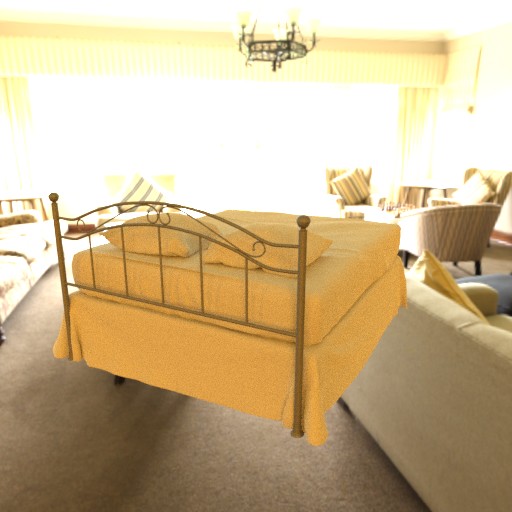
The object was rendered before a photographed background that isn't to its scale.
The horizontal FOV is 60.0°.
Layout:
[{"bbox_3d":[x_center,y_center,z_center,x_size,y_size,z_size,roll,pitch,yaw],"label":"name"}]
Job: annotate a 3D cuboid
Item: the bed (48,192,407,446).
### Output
[{"bbox_3d":[0.000,0.000,3.274,1.936,1.080,2.215,8,17,27],"label":"bed"}]
